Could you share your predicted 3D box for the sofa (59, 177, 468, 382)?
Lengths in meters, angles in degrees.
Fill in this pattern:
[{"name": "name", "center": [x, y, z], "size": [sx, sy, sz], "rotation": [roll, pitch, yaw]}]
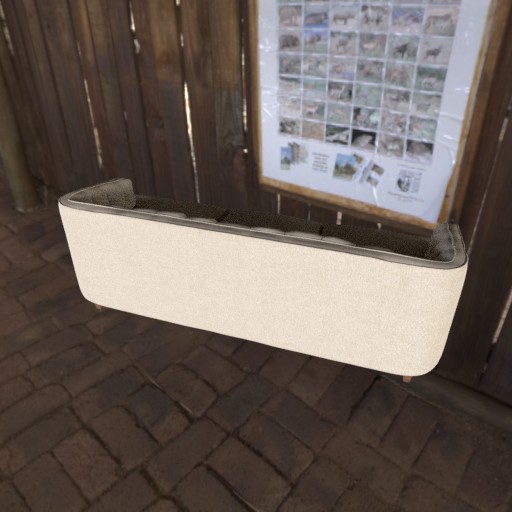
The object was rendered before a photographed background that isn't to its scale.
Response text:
[{"name": "sofa", "center": [0.000, 0.000, 2.712], "size": [2.235, 0.788, 0.913], "rotation": [10, 33, 16]}]
